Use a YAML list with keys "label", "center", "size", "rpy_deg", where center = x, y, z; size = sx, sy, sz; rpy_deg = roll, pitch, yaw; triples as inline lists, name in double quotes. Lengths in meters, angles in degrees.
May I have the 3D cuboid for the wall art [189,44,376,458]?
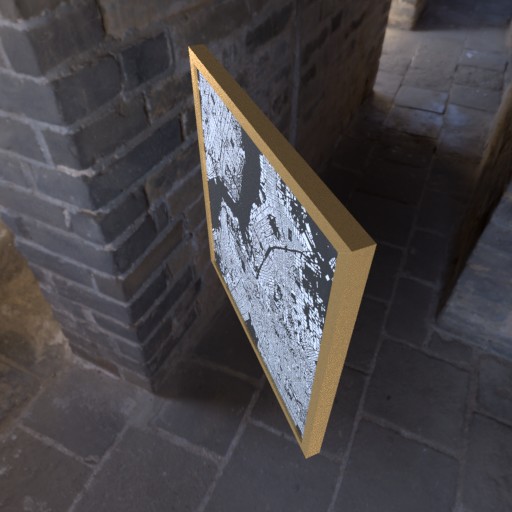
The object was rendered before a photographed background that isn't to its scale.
- label: "wall art"
  center: [0.000, 0.000, 2.829]
  size: [0.099, 1.926, 1.926]
  rpy_deg: [-17, 48, -16]
